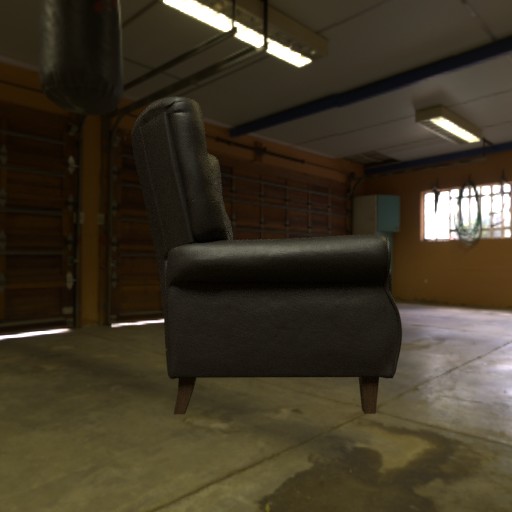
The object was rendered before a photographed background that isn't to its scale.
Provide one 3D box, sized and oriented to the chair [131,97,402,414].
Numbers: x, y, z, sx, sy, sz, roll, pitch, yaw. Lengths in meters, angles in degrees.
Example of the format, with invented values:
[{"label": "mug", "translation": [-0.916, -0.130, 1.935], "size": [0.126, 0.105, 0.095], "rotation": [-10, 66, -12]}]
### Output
[{"label": "chair", "translation": [0.000, 0.000, 1.963], "size": [1.058, 1.158, 0.948], "rotation": [0, -1, -1]}]
